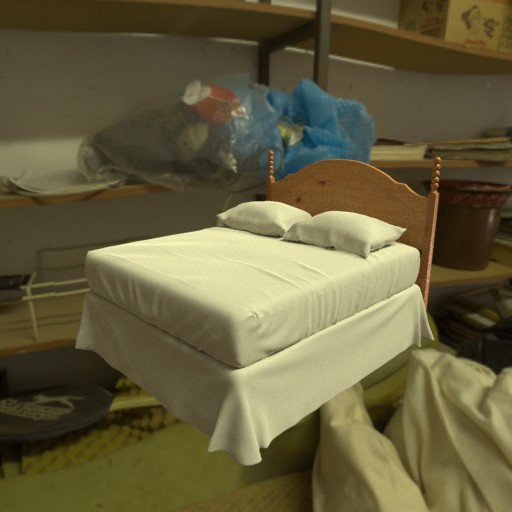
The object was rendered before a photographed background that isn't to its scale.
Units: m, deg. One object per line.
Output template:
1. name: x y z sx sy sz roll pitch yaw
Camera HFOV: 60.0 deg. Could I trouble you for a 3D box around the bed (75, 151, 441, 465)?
1. bed: 0.000 0.000 3.131 2.040 1.356 1.873 -15 21 -42
